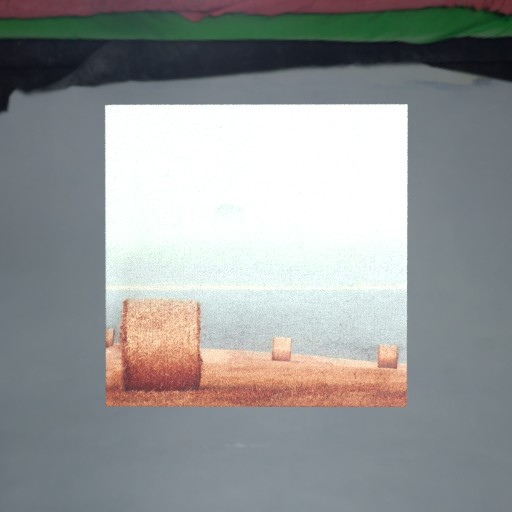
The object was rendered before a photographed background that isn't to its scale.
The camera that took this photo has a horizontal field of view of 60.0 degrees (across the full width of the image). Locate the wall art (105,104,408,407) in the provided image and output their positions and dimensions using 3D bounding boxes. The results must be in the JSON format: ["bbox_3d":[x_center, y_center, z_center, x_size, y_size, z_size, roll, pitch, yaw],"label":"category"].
[{"bbox_3d":[0.000,0.000,1.134,0.760,0.760,0.042,0,0,0],"label":"wall art"}]
